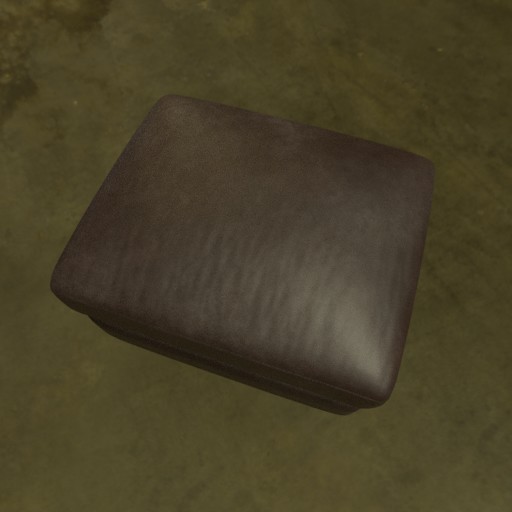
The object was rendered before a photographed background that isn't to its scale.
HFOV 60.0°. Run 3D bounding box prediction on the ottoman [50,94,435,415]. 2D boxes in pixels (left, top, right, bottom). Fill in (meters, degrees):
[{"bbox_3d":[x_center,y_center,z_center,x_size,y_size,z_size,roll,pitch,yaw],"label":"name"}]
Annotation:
[{"bbox_3d":[0.000,0.000,1.250,0.806,0.569,0.670,17,63,9],"label":"ottoman"}]
